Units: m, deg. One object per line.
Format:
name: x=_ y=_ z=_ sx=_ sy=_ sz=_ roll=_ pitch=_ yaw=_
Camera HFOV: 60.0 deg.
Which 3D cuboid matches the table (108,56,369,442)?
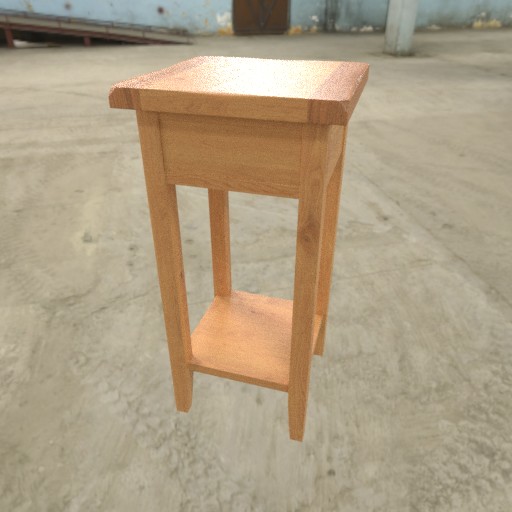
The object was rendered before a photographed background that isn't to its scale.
table: x=0.000 y=0.000 z=0.957 sx=0.360 sy=0.740 sz=0.360 roll=9 pitch=32 yaw=14
